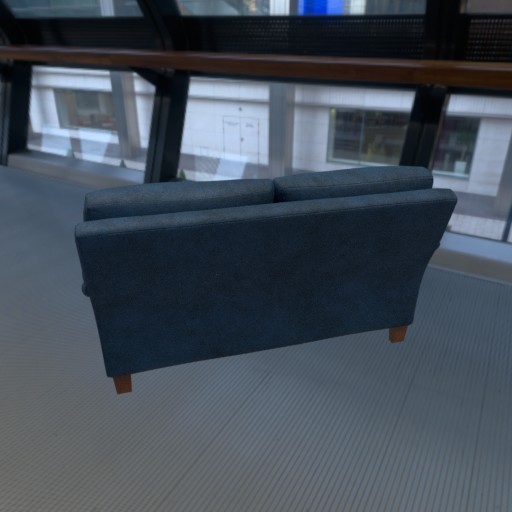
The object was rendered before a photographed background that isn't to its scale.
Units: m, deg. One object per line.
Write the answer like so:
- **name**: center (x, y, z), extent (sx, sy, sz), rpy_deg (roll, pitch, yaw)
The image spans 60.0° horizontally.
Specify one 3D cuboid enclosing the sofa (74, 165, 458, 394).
- **sofa**: center (0.000, 0.000, 2.601), extent (1.853, 1.101, 1.084), rpy_deg (-7, 26, -14)
